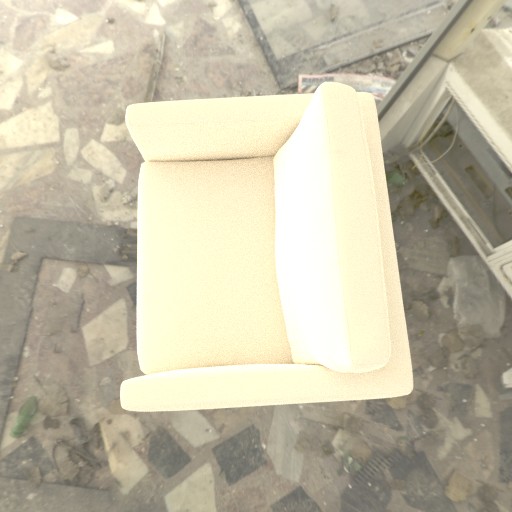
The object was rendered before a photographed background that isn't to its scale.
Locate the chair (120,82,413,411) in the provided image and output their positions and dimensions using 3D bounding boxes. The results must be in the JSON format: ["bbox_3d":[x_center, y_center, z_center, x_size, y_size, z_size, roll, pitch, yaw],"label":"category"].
[{"bbox_3d":[0.000,0.000,1.625,0.878,0.885,1.019,-3,76,-1],"label":"chair"}]
